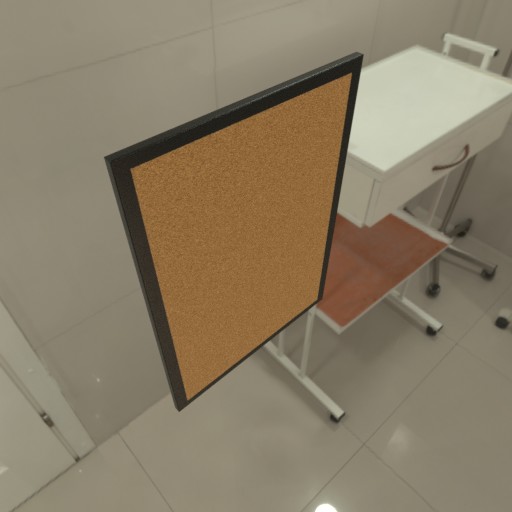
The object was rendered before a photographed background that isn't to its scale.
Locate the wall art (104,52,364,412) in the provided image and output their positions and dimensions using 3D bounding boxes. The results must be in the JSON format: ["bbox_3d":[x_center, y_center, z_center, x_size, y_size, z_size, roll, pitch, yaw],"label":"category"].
[{"bbox_3d":[0.000,0.000,0.875,0.480,0.657,0.016,-33,54,-28],"label":"wall art"}]
